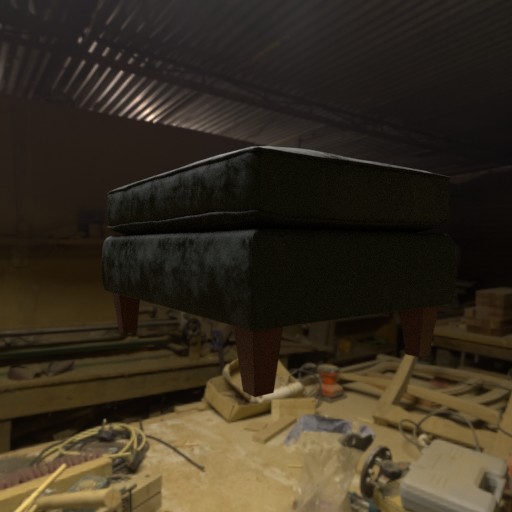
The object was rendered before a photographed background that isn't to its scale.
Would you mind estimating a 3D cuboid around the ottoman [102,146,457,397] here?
[{"bbox_3d":[0.000,0.000,1.264,0.632,0.495,0.864,-1,2,-35],"label":"ottoman"}]
